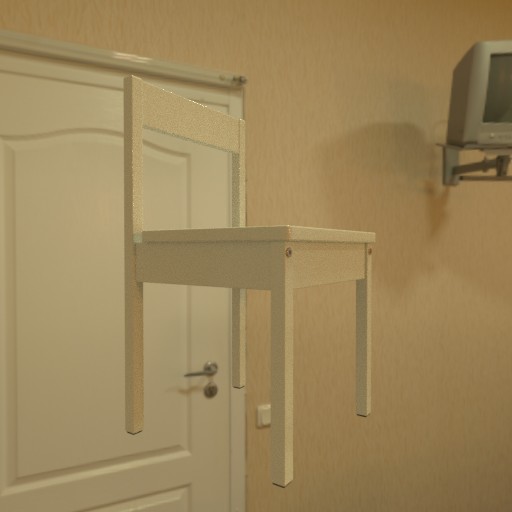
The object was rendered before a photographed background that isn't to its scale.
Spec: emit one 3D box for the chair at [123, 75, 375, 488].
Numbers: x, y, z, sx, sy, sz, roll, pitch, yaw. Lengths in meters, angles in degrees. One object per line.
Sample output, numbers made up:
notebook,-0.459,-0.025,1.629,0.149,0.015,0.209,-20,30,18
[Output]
chair,0.000,0.000,0.878,0.361,0.668,0.367,1,1,35
